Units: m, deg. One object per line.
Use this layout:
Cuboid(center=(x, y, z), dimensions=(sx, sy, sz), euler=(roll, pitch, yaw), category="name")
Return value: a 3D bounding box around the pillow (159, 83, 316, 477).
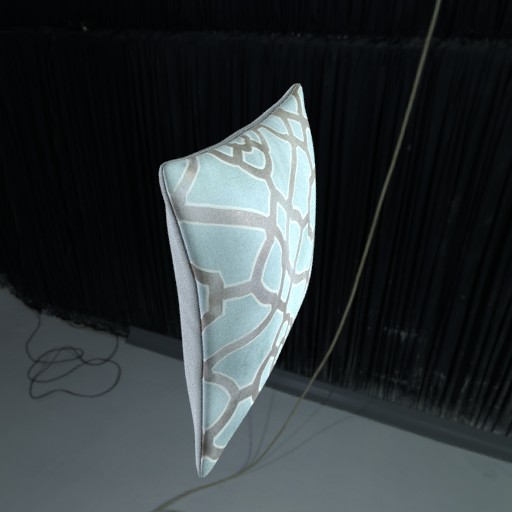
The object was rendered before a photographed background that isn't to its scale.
Cuboid(center=(0.000, 0.000, 0.798), dimensions=(0.166, 0.508, 0.552), euler=(10, 31, 17), category="pillow")
